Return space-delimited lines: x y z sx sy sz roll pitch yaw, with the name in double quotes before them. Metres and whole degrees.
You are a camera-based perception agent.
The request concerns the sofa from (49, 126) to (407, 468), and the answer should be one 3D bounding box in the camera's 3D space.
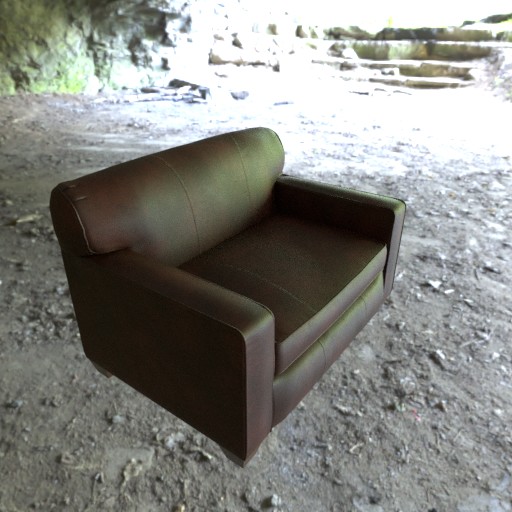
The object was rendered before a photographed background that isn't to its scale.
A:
"sofa" 0.000 0.000 2.104 1.000 0.956 1.413 19 33 32
